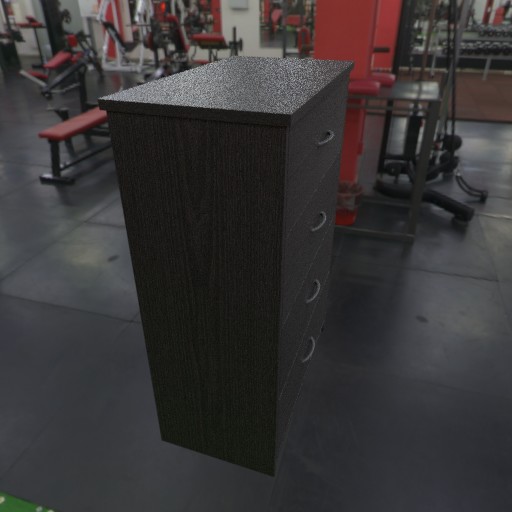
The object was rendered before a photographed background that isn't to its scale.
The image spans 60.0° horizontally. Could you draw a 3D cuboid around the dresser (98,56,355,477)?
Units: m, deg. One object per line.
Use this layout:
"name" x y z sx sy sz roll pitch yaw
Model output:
"dresser" 0.000 0.000 1.340 0.399 1.020 0.704 10 32 17
